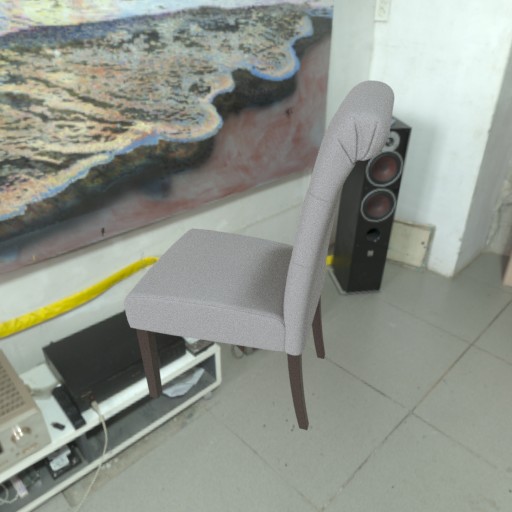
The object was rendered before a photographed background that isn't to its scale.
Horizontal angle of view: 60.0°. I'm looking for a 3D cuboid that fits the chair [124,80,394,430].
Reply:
[{"bbox_3d":[0.000,0.000,1.356,0.671,1.006,0.456,9,32,14],"label":"chair"}]
